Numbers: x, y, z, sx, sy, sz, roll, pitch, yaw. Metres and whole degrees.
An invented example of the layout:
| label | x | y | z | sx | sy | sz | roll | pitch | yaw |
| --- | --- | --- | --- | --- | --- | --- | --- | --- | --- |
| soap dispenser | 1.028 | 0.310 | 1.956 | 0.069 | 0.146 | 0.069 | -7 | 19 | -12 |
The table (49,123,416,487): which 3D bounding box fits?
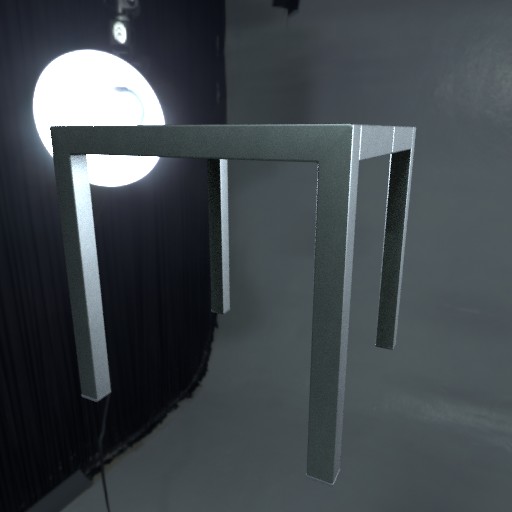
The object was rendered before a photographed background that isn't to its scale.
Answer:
| label | x | y | z | sx | sy | sz | roll | pitch | yaw |
| --- | --- | --- | --- | --- | --- | --- | --- | --- | --- |
| table | 0.000 | 0.000 | 0.903 | 0.508 | 0.508 | 0.508 | 8 | 18 | 26 |
